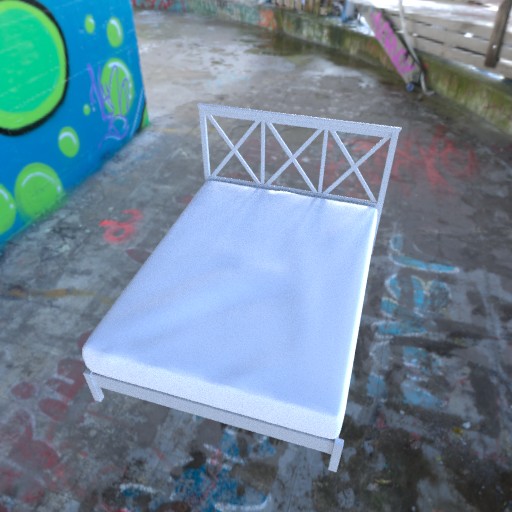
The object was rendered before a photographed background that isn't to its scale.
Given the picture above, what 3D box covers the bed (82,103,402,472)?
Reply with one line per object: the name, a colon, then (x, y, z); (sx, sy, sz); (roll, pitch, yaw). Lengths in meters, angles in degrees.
bed: (0.000, 0.000, 3.197); (1.673, 1.253, 2.135); (11, 42, 13)
